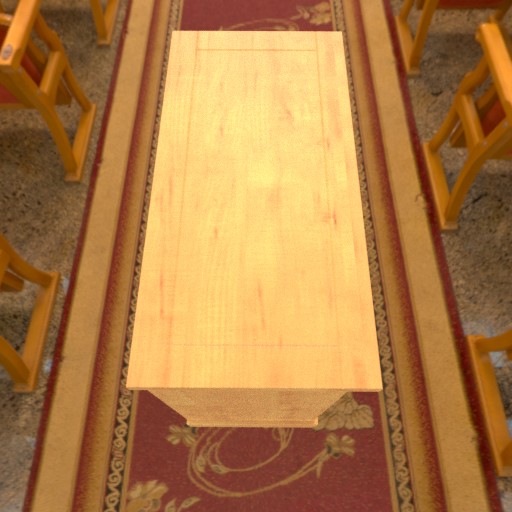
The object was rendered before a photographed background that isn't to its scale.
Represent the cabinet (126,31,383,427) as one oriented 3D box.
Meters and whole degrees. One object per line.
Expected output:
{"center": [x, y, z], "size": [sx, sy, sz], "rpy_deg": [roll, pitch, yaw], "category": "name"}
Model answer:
{"center": [0.000, 0.000, 1.354], "size": [0.450, 0.840, 0.920], "rpy_deg": [0, 64, 0], "category": "cabinet"}
